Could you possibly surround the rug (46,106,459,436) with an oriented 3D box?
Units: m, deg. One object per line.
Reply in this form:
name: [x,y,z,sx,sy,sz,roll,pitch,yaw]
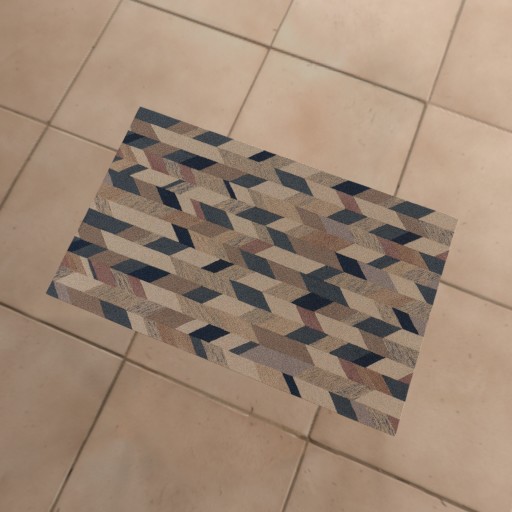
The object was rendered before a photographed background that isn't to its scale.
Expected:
rug: [0.000,0.000,2.999,2.423,0.008,1.513,21,77,5]
